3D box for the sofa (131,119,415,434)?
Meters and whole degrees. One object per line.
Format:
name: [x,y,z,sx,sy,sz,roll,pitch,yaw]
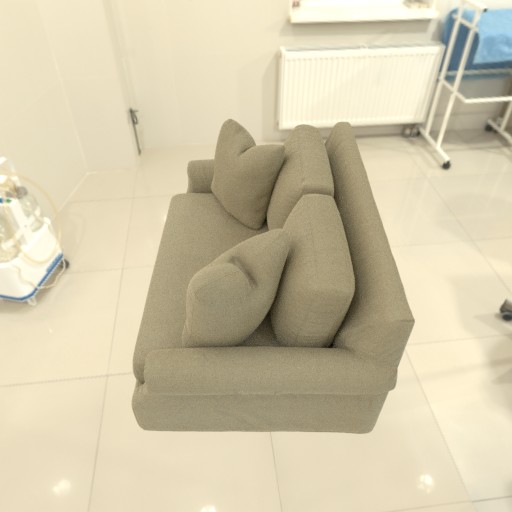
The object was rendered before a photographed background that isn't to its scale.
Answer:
sofa: [0.000,0.000,2.207,1.070,0.905,1.550,0,43,0]
